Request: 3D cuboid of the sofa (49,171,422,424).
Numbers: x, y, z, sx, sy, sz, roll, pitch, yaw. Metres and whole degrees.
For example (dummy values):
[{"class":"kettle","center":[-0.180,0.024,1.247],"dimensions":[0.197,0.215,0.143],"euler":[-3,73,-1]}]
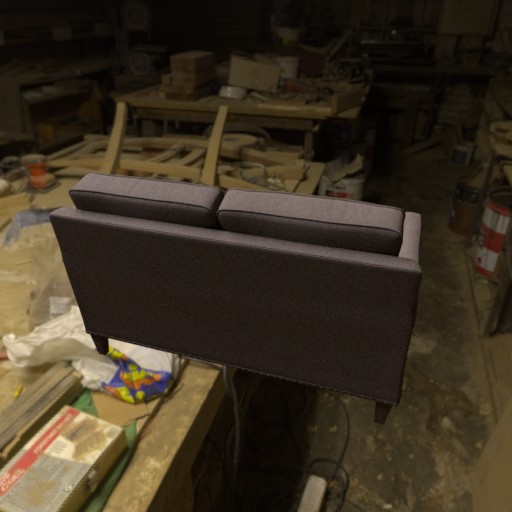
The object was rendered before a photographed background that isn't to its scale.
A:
[{"class":"sofa","center":[0.000,0.000,2.272],"dimensions":[1.597,1.003,1.084],"euler":[9,31,16]}]
